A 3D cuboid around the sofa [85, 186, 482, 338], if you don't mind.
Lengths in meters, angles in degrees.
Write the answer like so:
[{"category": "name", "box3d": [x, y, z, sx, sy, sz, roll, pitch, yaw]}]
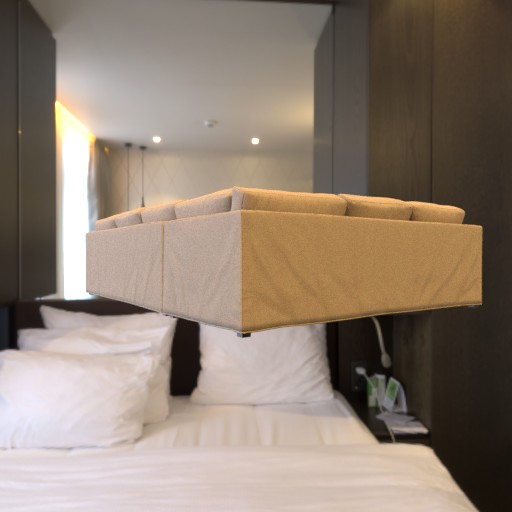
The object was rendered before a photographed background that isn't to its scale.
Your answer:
[{"category": "sofa", "box3d": [0.000, 0.000, 4.315, 2.432, 0.871, 3.182, 0, 0, -35]}]
